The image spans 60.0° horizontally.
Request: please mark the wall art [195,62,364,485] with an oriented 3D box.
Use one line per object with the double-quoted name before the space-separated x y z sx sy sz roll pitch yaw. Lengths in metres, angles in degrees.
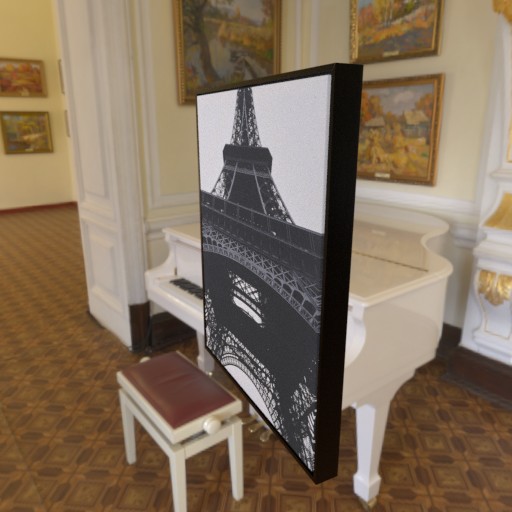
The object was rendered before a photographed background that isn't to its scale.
"wall art" 0.000 0.000 0.750 0.039 0.553 0.451 -8 18 -25
